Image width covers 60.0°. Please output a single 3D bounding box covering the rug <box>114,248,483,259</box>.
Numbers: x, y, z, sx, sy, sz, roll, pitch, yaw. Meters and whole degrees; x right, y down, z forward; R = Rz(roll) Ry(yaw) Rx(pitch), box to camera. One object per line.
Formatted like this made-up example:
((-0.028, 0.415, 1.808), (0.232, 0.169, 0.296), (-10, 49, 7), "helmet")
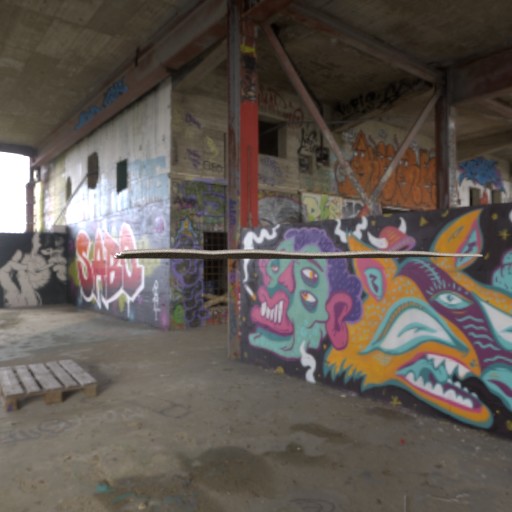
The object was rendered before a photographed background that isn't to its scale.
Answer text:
((0.000, 0.000, 0.912), (0.551, 0.008, 0.642), (0, -1, -18), "rug")
